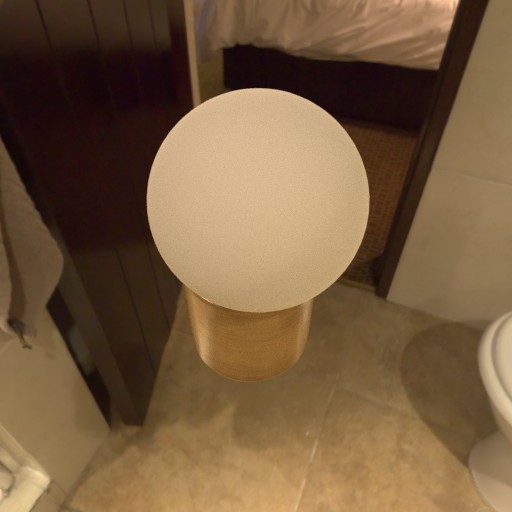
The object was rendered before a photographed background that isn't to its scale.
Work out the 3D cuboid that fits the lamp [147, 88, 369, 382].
[{"bbox_3d":[0.000,0.000,0.333,0.141,0.250,0.152,-10,47,-10],"label":"lamp"}]
